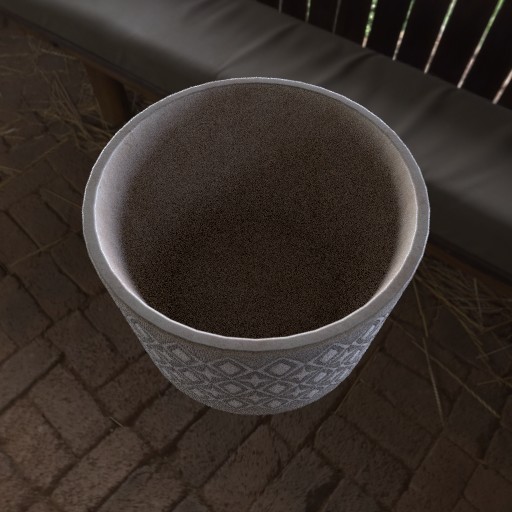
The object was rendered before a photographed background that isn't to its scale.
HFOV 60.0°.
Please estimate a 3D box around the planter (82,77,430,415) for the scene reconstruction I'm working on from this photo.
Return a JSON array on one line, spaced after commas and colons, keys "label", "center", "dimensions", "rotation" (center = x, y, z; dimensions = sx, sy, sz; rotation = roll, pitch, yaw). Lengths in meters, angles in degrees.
[{"label": "planter", "center": [0.000, 0.000, 0.267], "dimensions": [0.164, 0.127, 0.164], "rotation": [0, 59, 0]}]
